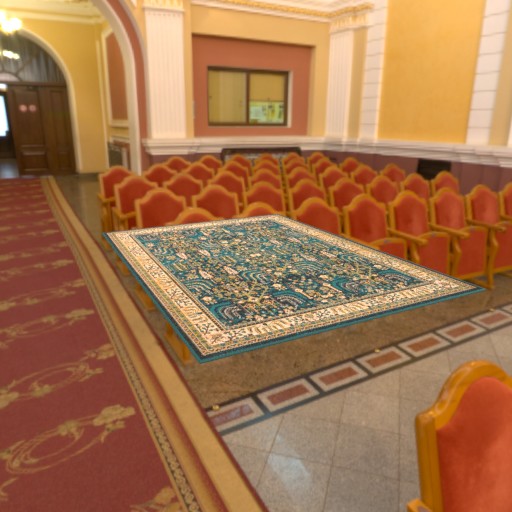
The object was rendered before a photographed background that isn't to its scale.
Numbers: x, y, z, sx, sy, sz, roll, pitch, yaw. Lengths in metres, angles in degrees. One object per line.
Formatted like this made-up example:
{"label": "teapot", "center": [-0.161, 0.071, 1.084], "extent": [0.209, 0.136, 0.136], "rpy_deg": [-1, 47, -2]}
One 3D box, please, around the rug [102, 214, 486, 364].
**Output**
{"label": "rug", "center": [0.000, 0.000, 4.046], "extent": [2.226, 0.015, 3.044], "rpy_deg": [-9, 19, -26]}
